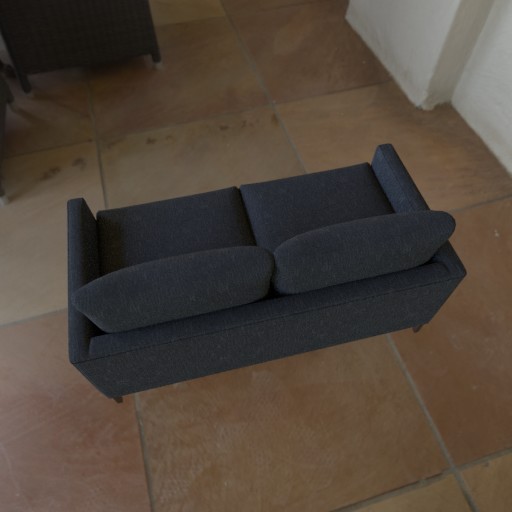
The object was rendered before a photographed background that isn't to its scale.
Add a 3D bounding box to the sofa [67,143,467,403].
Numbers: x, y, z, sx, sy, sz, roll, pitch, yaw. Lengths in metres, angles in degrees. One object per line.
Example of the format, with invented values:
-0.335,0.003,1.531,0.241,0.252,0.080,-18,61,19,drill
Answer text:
0.000,0.000,2.191,1.716,0.862,0.866,-12,57,-8,sofa
